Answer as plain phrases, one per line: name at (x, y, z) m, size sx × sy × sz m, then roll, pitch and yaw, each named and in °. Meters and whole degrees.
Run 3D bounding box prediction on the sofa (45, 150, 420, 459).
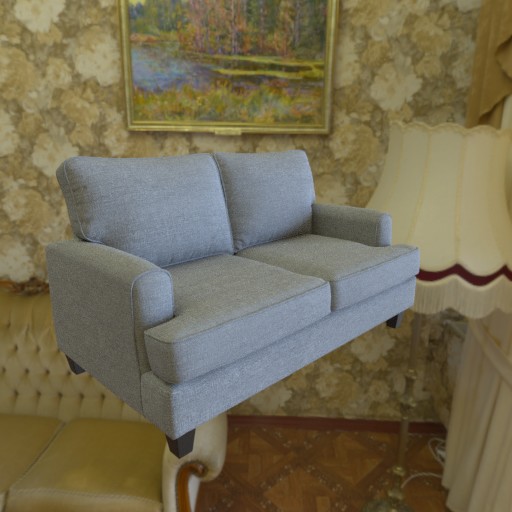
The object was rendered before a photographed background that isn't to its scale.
sofa at (0.000, 0.000, 2.145) m, size 1.651 × 0.965 × 0.965 m, roll -15°, pitch 21°, yaw -43°
